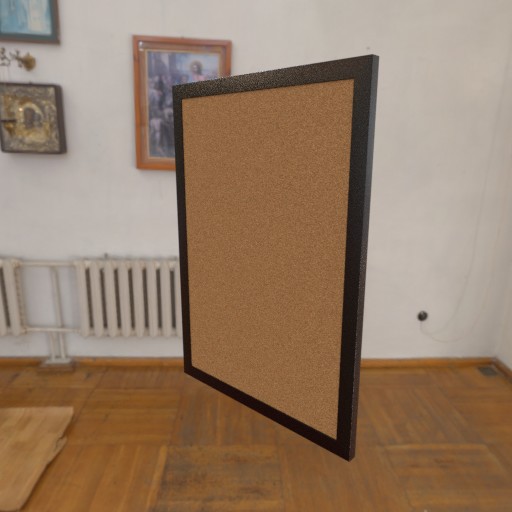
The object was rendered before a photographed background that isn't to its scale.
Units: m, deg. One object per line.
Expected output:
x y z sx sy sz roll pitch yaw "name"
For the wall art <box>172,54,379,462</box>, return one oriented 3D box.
0.000 0.000 0.560 0.304 0.432 0.013 13 18 42 "wall art"
